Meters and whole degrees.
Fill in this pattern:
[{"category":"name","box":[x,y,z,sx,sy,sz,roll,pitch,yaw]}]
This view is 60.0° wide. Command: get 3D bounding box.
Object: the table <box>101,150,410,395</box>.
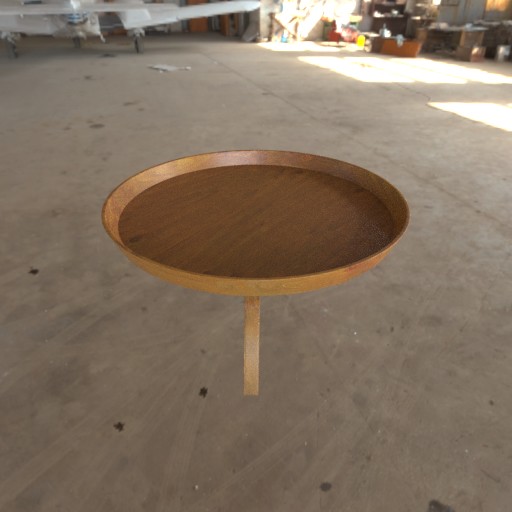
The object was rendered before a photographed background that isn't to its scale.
[{"category":"table","box":[0.000,0.000,1.606,1.016,0.470,1.016,0,31,0]}]
